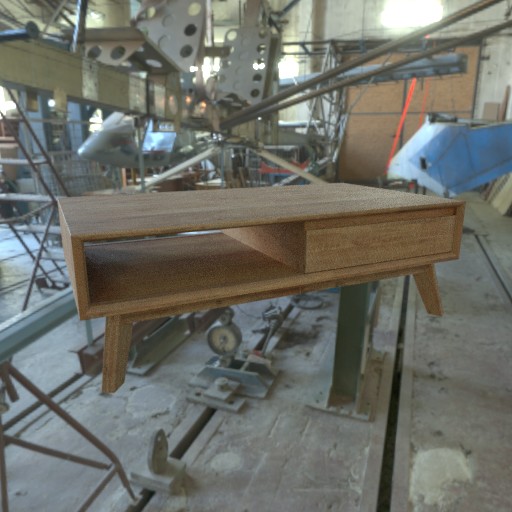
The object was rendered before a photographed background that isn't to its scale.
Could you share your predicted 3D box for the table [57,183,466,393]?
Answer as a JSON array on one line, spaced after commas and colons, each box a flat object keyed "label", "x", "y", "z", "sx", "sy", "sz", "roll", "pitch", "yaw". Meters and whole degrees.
[{"label": "table", "x": 0.000, "y": 0.000, "z": 2.077, "sx": 1.619, "sy": 0.531, "sz": 0.918, "roll": -7, "pitch": 17, "yaw": -25}]
